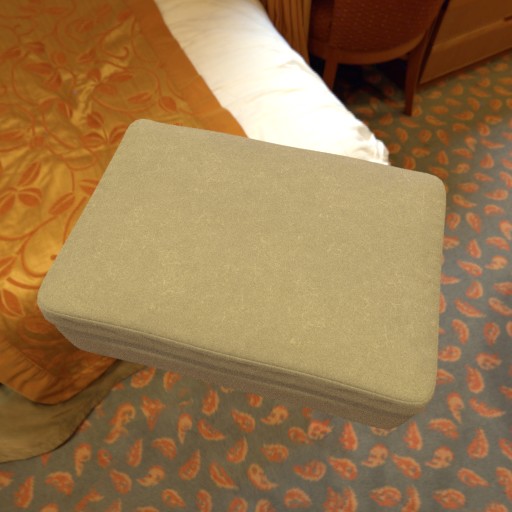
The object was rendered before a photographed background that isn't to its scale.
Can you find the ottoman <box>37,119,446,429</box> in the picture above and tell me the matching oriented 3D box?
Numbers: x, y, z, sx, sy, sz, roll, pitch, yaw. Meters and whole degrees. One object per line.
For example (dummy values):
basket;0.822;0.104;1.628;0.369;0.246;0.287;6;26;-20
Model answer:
ottoman;0.000;0.000;1.540;1.199;0.429;0.840;13;61;7
